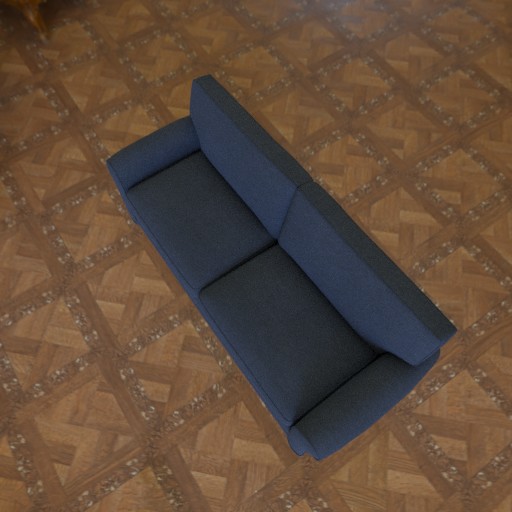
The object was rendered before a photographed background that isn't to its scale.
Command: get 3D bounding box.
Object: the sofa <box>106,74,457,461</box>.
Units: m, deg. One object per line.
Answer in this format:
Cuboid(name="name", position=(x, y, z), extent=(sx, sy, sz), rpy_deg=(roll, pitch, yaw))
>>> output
Cuboid(name="sofa", position=(0.000, 0.000, 2.860), extent=(0.954, 1.026, 2.391), rpy_deg=(-32, 67, -16))
